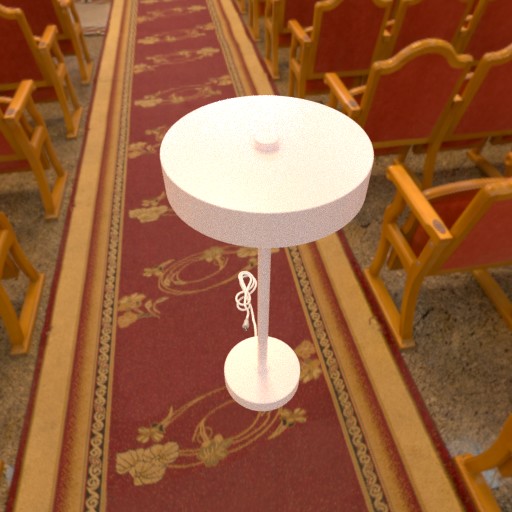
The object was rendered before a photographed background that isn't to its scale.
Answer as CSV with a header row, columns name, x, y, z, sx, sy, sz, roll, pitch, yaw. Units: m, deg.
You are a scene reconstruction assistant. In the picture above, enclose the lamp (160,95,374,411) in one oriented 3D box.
name,x,y,z,sx,sy,sz,roll,pitch,yaw
lamp,0.000,0.000,0.704,0.229,0.508,0.369,-7,46,-6
